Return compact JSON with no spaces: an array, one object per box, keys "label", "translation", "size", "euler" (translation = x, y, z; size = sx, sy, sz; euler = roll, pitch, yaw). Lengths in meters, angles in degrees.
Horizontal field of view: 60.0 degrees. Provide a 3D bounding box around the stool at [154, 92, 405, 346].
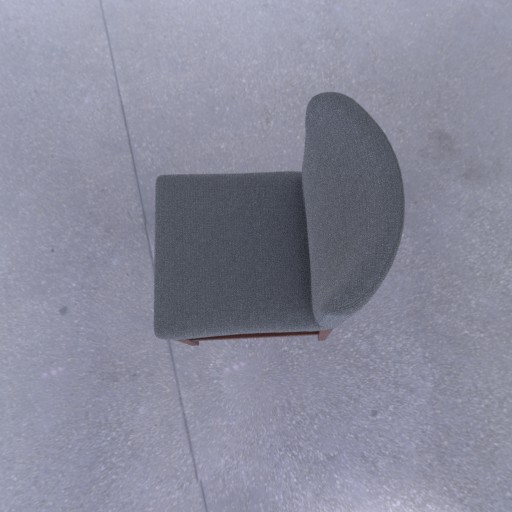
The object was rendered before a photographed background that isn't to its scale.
[{"label":"stool","translation":[0.000,0.000,1.301],"size":[0.568,0.968,0.479],"euler":[-3,75,-1]}]
